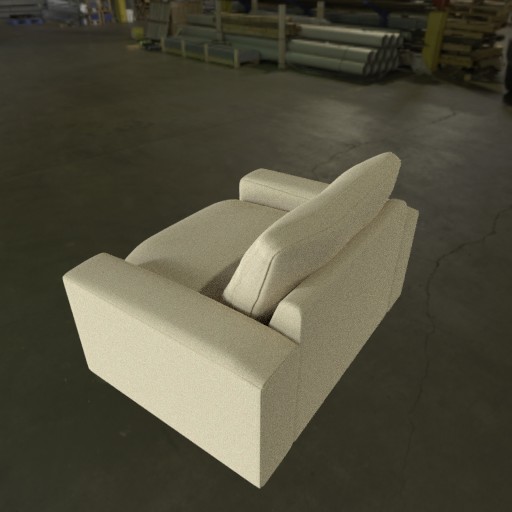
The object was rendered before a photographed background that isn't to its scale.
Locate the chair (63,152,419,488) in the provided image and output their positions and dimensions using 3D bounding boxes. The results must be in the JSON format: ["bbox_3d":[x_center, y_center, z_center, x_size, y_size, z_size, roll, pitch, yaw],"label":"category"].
[{"bbox_3d":[0.000,0.000,2.066,1.039,0.915,1.398,21,39,29],"label":"chair"}]
